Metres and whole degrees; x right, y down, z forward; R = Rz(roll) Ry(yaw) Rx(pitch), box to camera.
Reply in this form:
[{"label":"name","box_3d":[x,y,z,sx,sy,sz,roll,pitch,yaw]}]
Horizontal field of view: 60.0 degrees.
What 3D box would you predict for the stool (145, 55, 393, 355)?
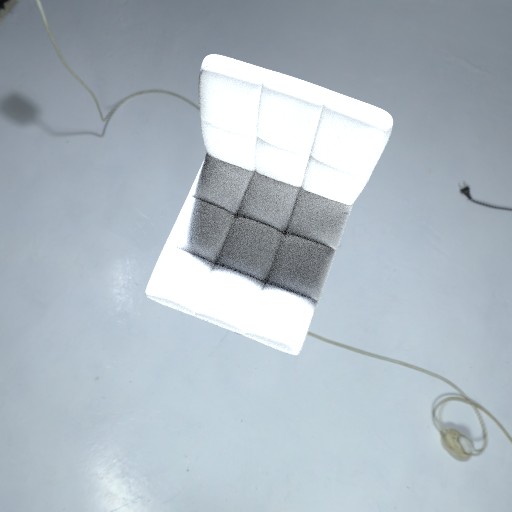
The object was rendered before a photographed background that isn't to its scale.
[{"label":"stool","box_3d":[0.000,0.000,1.372,0.430,1.115,0.505,21,77,5]}]
